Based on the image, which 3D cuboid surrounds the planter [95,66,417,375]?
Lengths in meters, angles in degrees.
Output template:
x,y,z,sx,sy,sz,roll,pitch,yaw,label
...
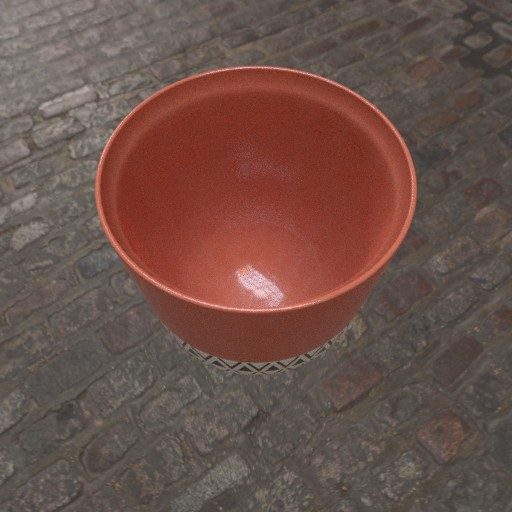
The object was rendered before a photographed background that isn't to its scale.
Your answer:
x,y,z,sx,sy,sz,roll,pitch,yaw,label
0.000,0.000,0.363,0.195,0.214,0.195,0,59,0,planter
